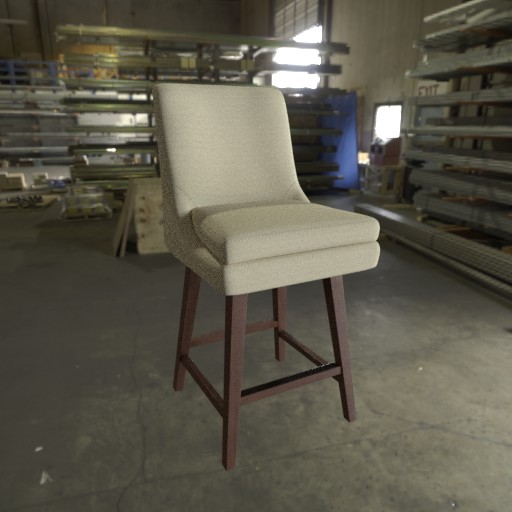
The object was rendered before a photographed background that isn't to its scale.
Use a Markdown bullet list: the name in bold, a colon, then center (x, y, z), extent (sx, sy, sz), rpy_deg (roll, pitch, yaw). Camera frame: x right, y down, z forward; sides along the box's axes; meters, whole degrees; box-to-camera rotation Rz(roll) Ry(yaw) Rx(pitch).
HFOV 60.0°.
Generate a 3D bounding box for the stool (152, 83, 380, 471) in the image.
- **stool**: center (0.000, 0.000, 1.326), extent (0.483, 0.991, 0.559), rpy_deg (-9, 19, -27)
